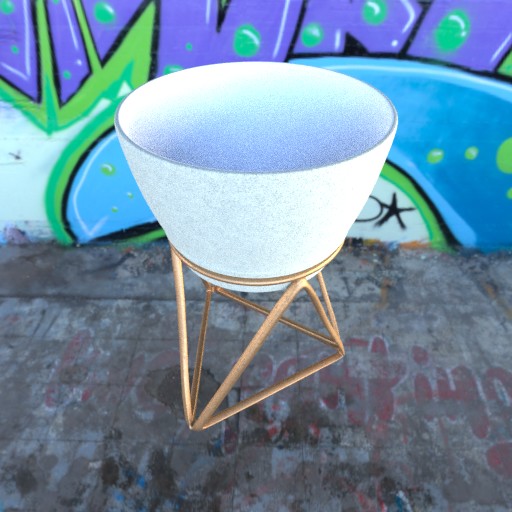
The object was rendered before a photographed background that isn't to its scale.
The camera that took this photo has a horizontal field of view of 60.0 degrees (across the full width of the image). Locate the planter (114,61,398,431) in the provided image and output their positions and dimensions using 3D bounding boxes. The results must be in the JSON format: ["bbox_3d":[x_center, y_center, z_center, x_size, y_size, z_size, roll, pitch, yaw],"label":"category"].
[{"bbox_3d":[0.000,0.000,0.724,0.350,0.504,0.350,1,41,1],"label":"planter"}]
